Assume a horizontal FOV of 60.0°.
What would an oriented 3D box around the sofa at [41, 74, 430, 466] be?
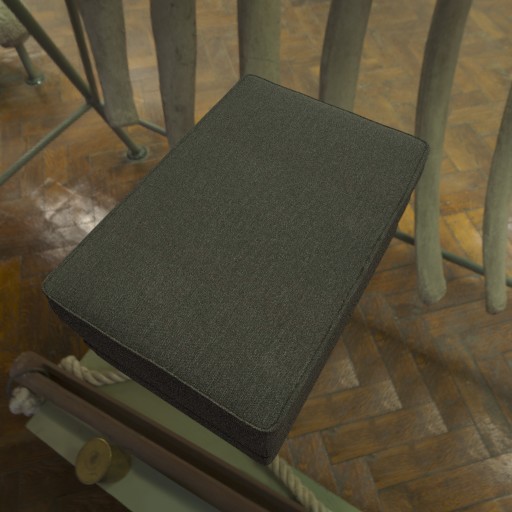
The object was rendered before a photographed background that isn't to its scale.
[{"bbox_3d":[0.000,0.000,1.196,0.578,0.457,0.854,27,62,16],"label":"sofa"}]
